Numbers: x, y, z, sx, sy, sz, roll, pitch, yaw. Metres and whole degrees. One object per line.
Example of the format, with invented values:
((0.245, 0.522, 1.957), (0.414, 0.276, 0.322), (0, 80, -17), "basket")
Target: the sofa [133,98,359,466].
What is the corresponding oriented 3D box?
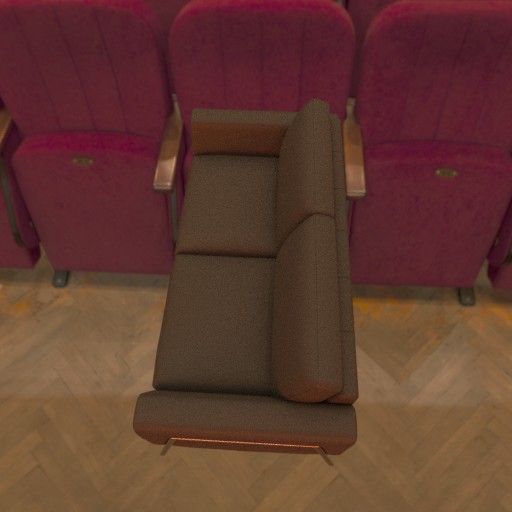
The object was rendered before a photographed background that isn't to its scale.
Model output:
((0.000, 0.000, 2.508), (0.953, 0.875, 2.017), (3, 59, 2), "sofa")
